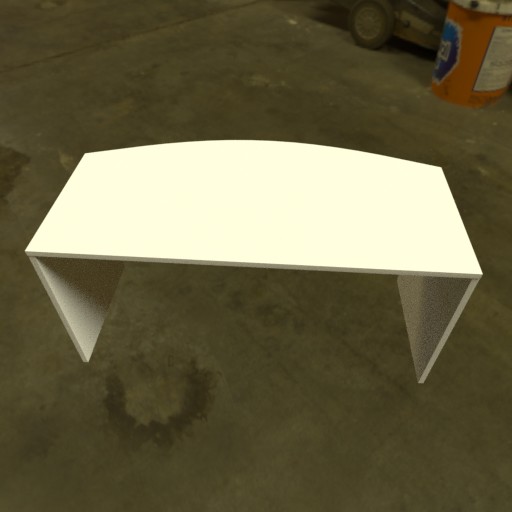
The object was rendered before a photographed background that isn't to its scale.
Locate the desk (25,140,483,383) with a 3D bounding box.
[{"bbox_3d":[0.000,0.000,2.092,1.600,0.750,0.802,3,46,3],"label":"desk"}]
